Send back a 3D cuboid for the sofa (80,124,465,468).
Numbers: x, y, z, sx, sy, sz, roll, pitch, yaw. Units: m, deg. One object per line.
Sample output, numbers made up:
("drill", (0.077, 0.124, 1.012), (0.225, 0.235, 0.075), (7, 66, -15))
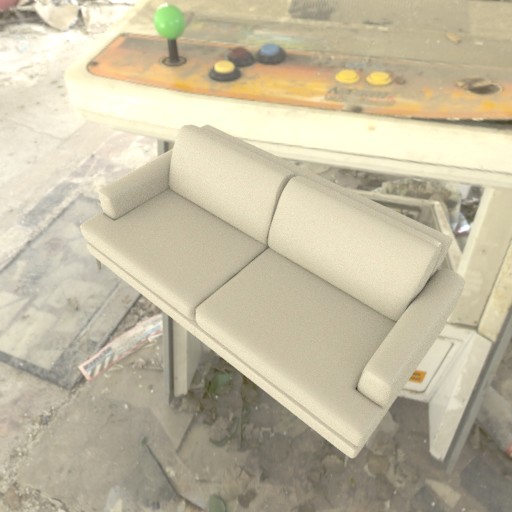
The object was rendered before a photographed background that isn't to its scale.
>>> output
("sofa", (0.000, 0.000, 2.407), (1.940, 0.765, 0.974), (32, 53, 27))
